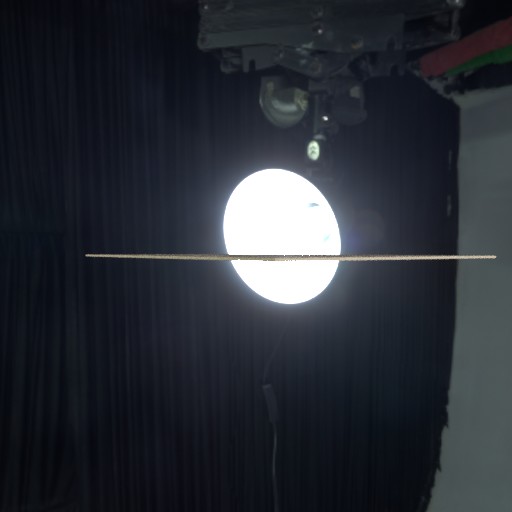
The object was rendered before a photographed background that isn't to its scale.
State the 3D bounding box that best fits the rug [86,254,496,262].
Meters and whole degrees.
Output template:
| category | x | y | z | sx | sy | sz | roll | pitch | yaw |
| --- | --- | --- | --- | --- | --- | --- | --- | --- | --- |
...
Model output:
| category | x | y | z | sx | sy | sz | roll | pitch | yaw |
| --- | --- | --- | --- | --- | --- | --- | --- | --- | --- |
| rug | 0.000 | 0.000 | 2.853 | 1.526 | 0.014 | 2.290 | 0 | 1 | -36 |
